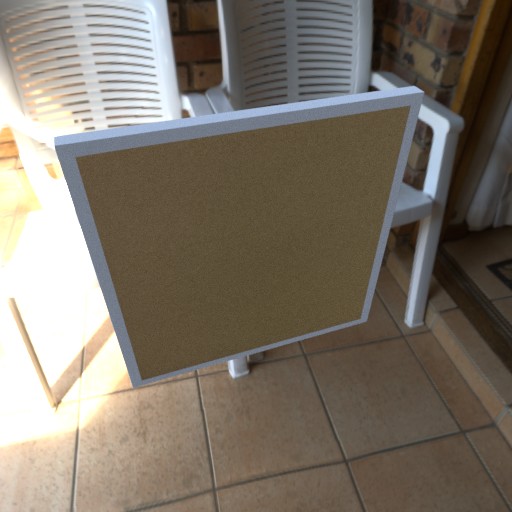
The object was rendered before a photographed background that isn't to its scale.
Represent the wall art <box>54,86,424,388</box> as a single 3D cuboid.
[{"bbox_3d":[0.000,0.000,1.134,0.763,0.761,0.038,-13,43,-14],"label":"wall art"}]
